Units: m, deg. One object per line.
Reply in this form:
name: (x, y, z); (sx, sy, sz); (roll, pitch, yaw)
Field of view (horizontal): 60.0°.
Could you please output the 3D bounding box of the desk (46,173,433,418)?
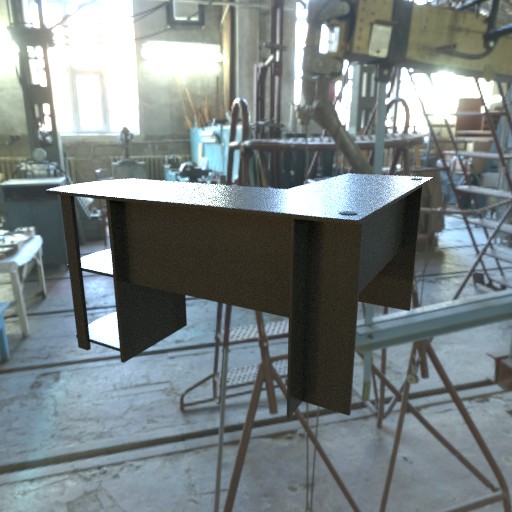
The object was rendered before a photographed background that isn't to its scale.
desk: (0.000, 0.000, 2.158); (1.361, 0.716, 1.303); (9, 18, 28)
